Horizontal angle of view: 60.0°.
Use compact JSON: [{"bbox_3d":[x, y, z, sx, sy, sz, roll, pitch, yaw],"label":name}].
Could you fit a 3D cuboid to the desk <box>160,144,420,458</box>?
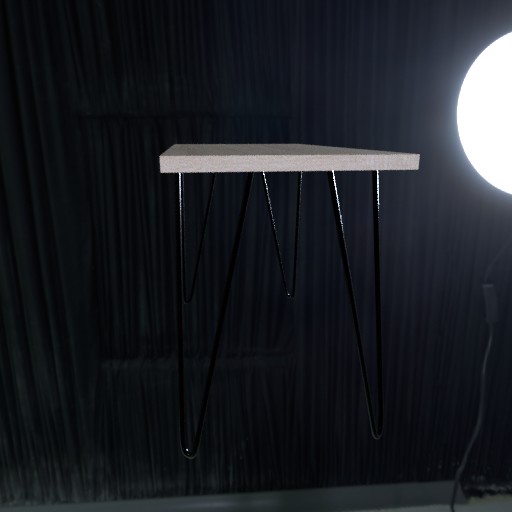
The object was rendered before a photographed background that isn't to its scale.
[{"bbox_3d":[0.000,0.000,1.390,0.499,0.660,0.991,-2,15,-8],"label":"desk"}]
